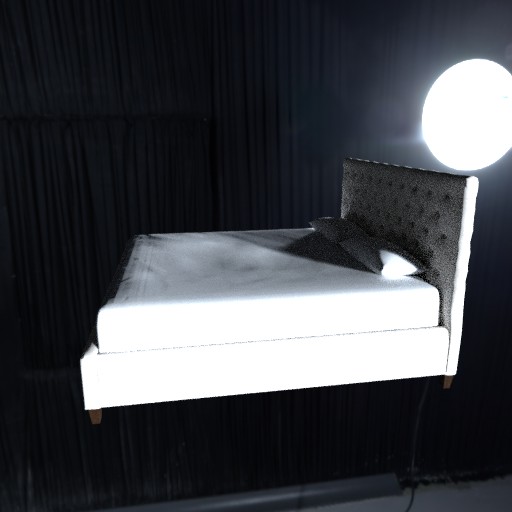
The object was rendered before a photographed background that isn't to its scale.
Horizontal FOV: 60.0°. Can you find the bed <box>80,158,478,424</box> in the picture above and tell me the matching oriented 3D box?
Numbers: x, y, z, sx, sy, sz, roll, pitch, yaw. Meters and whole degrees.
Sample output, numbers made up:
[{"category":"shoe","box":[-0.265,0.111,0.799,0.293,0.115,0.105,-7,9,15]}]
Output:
[{"category":"bed","box":[0.000,0.000,3.585,2.387,1.427,2.078,-3,16,-9]}]
